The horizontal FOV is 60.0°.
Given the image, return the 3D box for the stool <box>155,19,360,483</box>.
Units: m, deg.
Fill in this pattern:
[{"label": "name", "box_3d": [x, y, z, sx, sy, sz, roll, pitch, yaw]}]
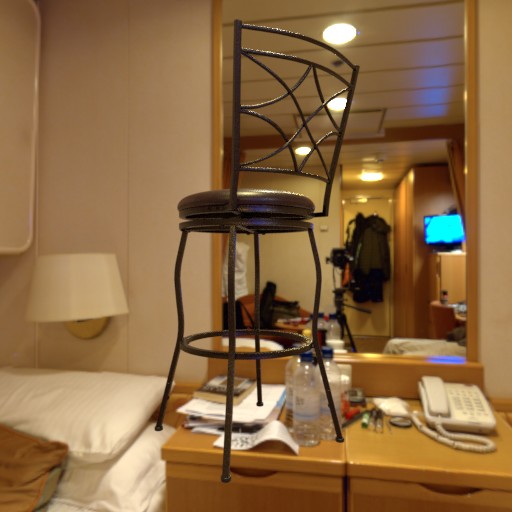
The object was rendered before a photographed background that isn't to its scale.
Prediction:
[{"label": "stool", "box_3d": [0.000, 0.000, 1.345, 0.434, 1.117, 0.534, 0, -1, -36]}]
